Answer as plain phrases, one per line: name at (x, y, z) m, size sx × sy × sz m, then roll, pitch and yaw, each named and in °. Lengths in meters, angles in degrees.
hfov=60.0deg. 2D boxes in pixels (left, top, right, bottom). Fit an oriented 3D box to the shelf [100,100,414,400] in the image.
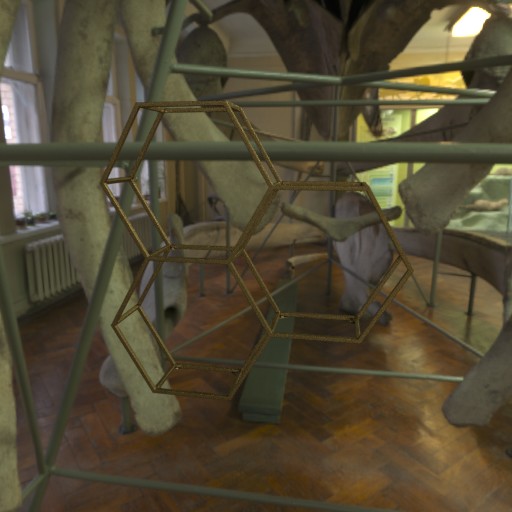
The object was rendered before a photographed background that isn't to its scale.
shelf at (0.000, 0.000, 1.073) m, size 0.708 × 0.701 × 0.150 m, roll 2°, pitch 13°, yaw 10°
